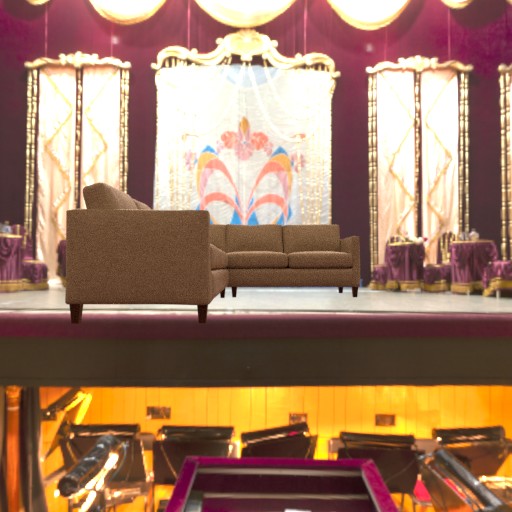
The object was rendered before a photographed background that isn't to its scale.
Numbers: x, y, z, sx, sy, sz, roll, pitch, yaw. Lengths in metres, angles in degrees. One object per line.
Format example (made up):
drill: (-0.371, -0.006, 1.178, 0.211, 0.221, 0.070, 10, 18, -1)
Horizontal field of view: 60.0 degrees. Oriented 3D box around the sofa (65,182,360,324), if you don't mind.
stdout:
sofa: (0.000, 0.000, 4.439, 2.522, 0.934, 3.333, 0, -1, -1)
